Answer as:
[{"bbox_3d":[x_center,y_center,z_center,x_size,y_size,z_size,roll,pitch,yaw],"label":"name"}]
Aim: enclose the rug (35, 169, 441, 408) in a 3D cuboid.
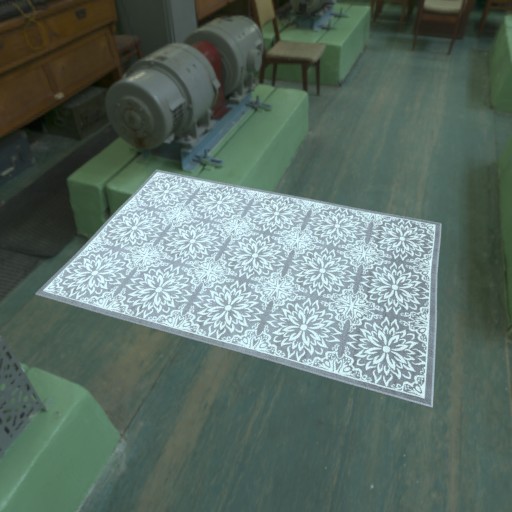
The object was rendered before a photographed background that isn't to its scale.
[{"bbox_3d":[0.000,0.000,3.496,2.746,0.018,1.819,13,43,14],"label":"rug"}]
